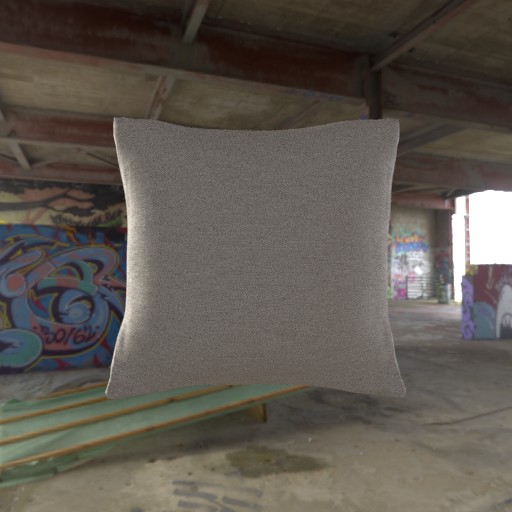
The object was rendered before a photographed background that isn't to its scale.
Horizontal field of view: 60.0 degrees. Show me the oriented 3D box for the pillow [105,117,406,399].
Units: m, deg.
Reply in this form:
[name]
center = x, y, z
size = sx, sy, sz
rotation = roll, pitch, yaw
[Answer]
[pillow]
center = 0.000, 0.000, 0.661
size = 0.440, 0.419, 0.162
rotation = 0, -2, 0
